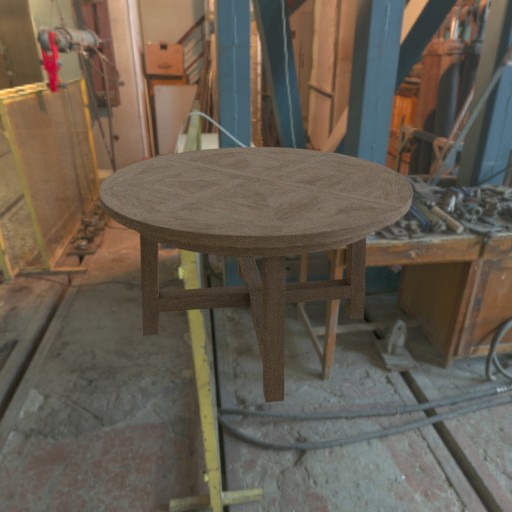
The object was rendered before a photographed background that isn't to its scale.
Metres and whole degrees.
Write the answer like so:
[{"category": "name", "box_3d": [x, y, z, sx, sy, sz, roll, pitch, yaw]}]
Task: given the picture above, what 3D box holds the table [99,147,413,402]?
[{"category": "table", "box_3d": [0.000, 0.000, 2.118, 1.319, 0.762, 1.319, 0, 25, 0]}]
